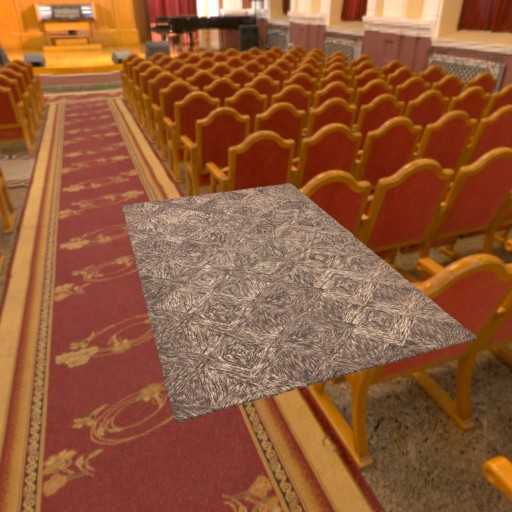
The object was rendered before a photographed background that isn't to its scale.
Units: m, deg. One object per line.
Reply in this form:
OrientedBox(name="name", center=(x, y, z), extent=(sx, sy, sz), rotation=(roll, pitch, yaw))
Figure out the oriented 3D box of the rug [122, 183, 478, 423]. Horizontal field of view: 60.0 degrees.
OrientedBox(name="rug", center=(0.000, 0.000, 2.285), extent=(1.189, 0.011, 1.808), rotation=(-10, 31, -17))
